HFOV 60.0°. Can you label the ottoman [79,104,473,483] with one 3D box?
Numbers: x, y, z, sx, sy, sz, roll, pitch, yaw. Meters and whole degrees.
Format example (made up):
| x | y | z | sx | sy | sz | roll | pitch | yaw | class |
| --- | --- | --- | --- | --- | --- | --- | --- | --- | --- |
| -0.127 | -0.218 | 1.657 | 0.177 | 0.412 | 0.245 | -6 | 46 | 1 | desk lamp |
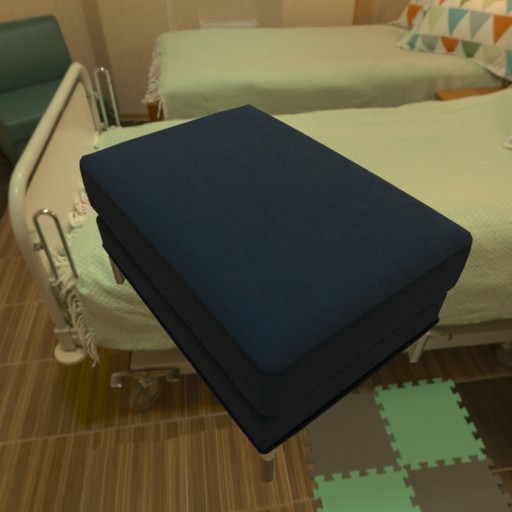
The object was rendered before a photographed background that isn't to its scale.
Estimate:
| x | y | z | sx | sy | sz | roll | pitch | yaw | class |
| --- | --- | --- | --- | --- | --- | --- | --- | --- | --- |
| 0.000 | 0.000 | 1.192 | 0.587 | 0.498 | 0.835 | -27 | 49 | -27 | ottoman |
